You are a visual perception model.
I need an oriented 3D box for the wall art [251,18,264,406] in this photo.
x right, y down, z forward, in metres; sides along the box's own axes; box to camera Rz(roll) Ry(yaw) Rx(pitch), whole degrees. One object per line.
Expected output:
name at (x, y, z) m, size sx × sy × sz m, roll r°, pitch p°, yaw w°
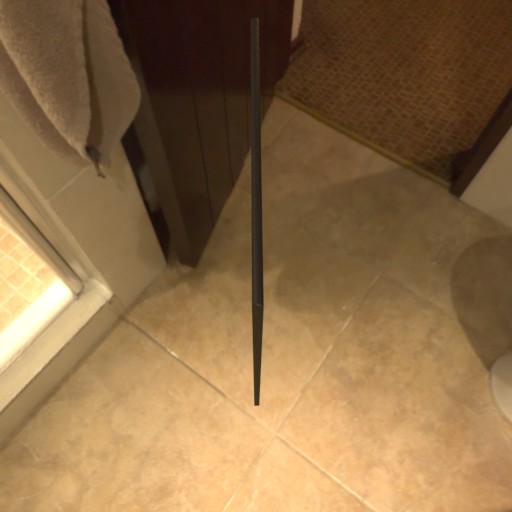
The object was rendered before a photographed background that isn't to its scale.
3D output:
wall art at (0.000, 0.000, 0.846) m, size 0.012 × 0.661 × 0.451 m, roll 0°, pitch 63°, yaw 0°
